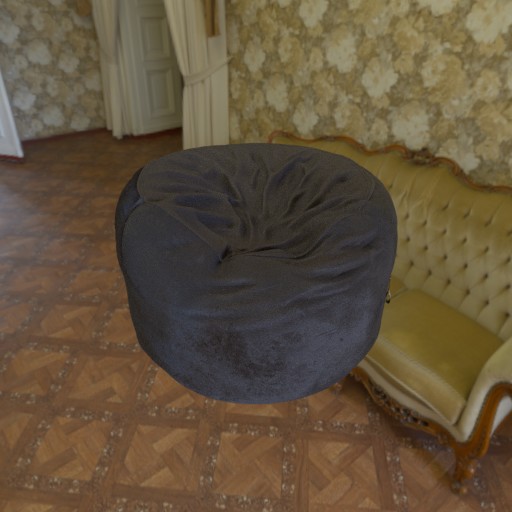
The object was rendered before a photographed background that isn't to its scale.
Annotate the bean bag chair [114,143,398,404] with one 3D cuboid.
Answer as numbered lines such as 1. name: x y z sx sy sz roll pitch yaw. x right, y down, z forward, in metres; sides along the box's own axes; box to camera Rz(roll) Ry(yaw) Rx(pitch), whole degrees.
1. bean bag chair: 0.000 0.000 1.545 0.918 0.605 0.918 0 31 0
